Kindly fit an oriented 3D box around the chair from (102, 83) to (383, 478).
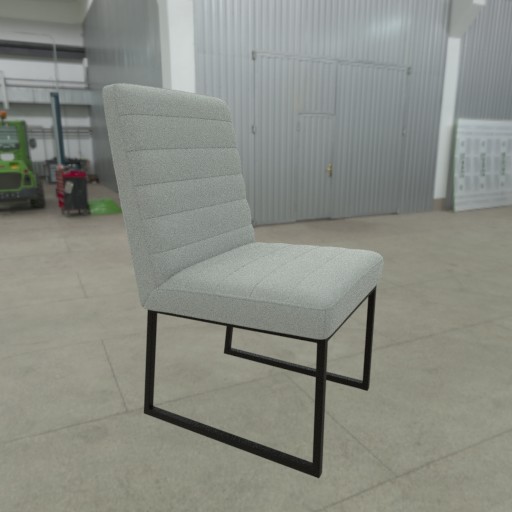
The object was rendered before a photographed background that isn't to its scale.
[{"bbox_3d":[0.000,0.000,1.286,0.634,0.930,0.520,8,16,28],"label":"chair"}]
